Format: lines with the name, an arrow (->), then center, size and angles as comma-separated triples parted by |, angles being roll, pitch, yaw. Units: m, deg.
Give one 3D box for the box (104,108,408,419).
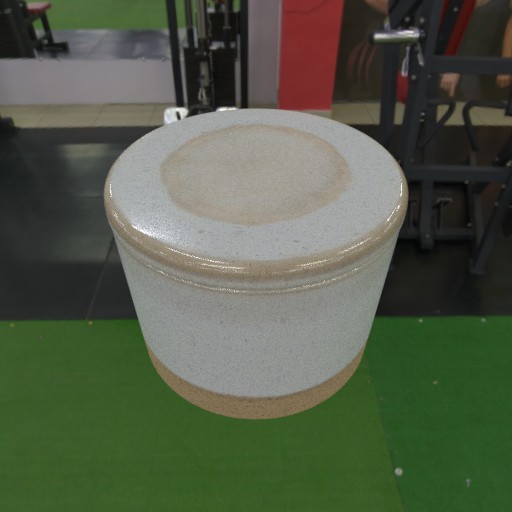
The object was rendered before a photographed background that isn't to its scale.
box -> 0.000, 0.000, 0.267 | 0.154, 0.123, 0.154 | 0, 41, 0
